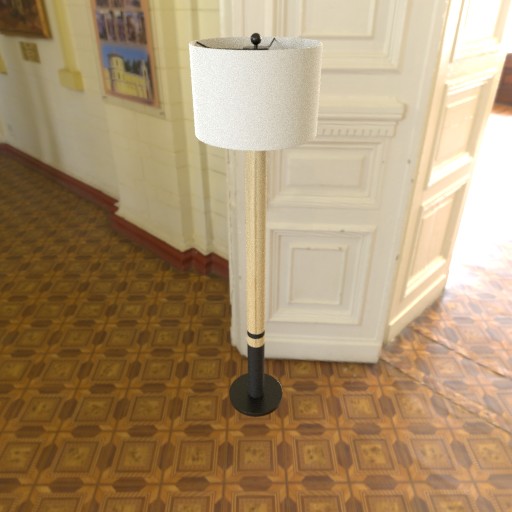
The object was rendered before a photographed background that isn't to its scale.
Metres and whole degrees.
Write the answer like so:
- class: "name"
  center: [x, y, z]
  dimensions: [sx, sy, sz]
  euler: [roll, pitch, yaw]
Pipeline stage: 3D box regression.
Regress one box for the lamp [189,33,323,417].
- class: "lamp"
  center: [0.000, 0.000, 1.639]
  dimensions: [0.381, 1.478, 0.381]
  euler: [0, 31, -1]
